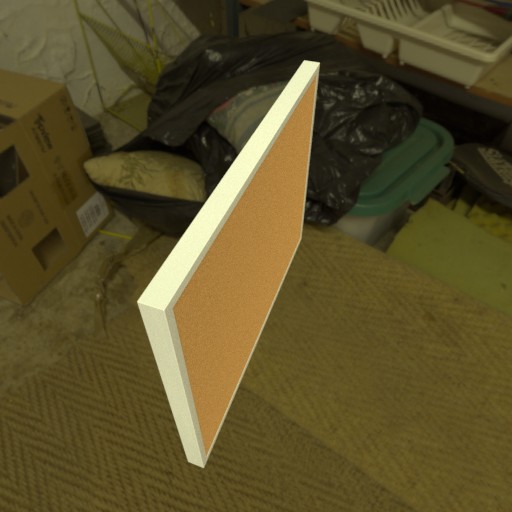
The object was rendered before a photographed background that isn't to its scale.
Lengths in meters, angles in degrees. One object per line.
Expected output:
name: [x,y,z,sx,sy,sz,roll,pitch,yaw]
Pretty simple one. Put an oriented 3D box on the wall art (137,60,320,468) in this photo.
wall art: [0.000,0.000,1.376,0.053,0.787,1.041,15,48,14]
